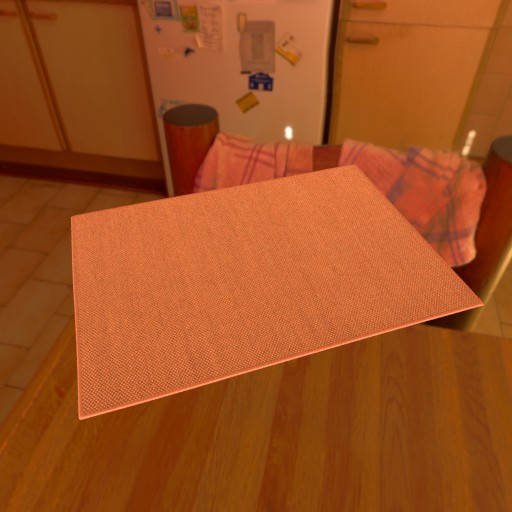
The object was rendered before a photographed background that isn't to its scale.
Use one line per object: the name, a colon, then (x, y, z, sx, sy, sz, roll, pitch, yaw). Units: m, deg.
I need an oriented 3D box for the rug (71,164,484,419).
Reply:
rug: (0.000, 0.000, 2.708, 2.134, 0.013, 1.524, -13, 44, -13)
